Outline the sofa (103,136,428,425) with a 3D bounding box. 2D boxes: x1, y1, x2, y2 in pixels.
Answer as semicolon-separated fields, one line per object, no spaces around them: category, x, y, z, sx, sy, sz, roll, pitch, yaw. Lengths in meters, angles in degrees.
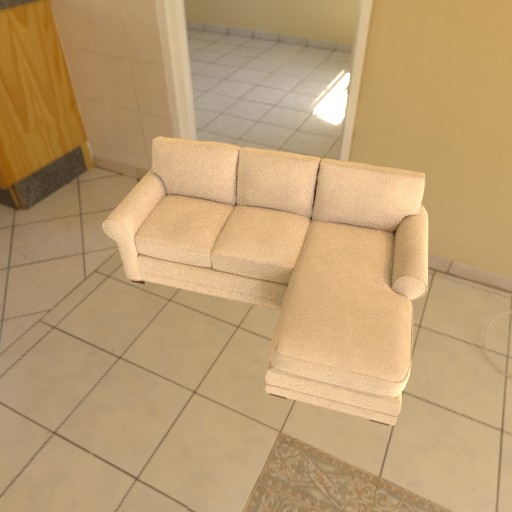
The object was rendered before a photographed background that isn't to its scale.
sofa;0.000;0.000;2.416;1.770;0.734;1.226;11;43;12
